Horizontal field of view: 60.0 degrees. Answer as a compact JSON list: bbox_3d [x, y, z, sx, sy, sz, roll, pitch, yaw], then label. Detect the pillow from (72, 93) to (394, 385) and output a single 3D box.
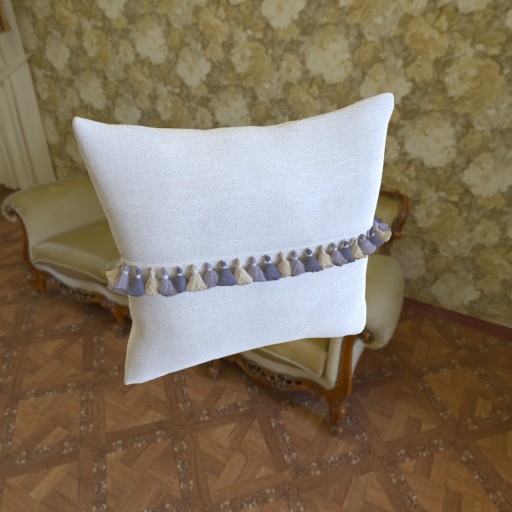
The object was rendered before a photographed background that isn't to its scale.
[{"bbox_3d":[0.000,0.000,0.729,0.489,0.481,0.165,-10,33,-15],"label":"pillow"}]
